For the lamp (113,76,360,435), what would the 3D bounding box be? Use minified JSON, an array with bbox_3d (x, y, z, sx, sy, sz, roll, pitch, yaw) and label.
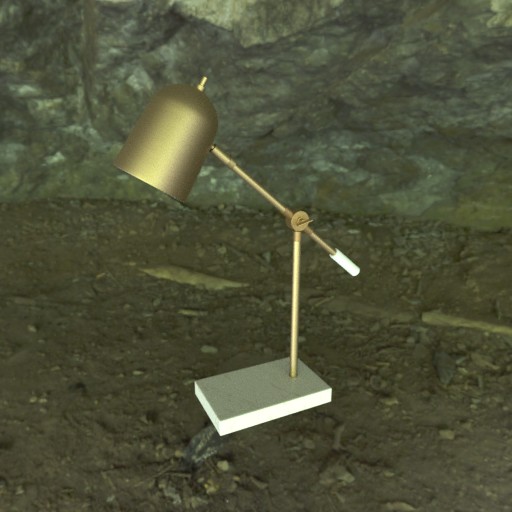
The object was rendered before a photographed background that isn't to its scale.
[{"bbox_3d":[0.000,0.000,0.807,0.471,0.603,0.144,-8,18,-24],"label":"lamp"}]
